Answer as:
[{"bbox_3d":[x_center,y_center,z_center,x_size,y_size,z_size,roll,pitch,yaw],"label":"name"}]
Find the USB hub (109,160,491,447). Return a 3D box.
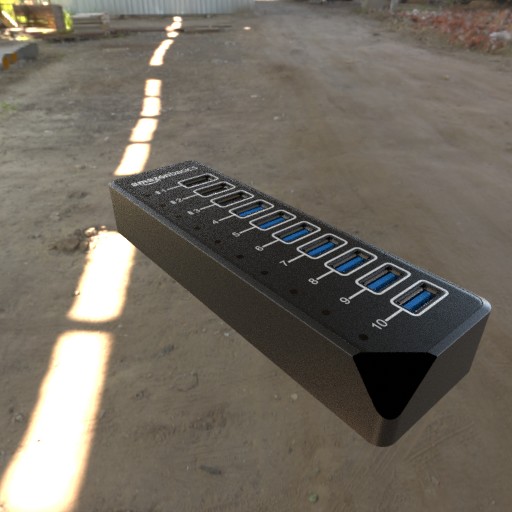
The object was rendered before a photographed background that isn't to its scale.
[{"bbox_3d":[0.000,0.000,0.157,0.044,0.023,0.145,-24,39,-33],"label":"USB hub"}]
